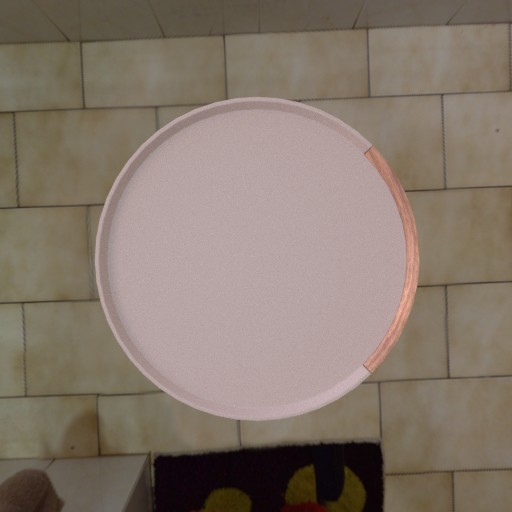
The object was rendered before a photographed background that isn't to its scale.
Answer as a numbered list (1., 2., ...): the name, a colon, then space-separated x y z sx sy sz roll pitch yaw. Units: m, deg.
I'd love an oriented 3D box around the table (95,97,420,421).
1. table: 0.000 0.000 0.875 0.450 0.530 0.450 0 91 0
